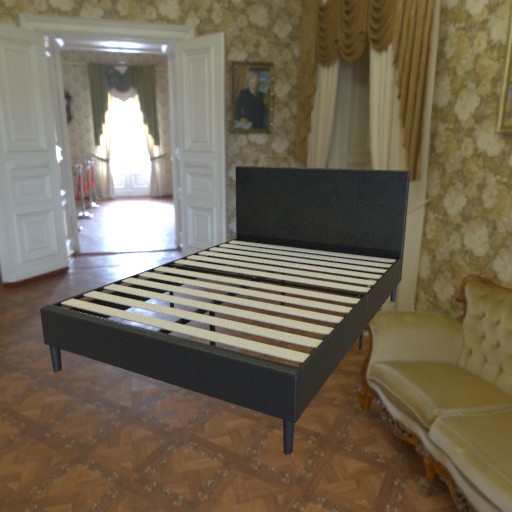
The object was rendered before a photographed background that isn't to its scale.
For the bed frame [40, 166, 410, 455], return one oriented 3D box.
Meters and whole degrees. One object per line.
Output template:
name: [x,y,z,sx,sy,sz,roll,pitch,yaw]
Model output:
bed frame: [0.000,0.000,3.165,1.634,1.127,2.318,8,16,27]
